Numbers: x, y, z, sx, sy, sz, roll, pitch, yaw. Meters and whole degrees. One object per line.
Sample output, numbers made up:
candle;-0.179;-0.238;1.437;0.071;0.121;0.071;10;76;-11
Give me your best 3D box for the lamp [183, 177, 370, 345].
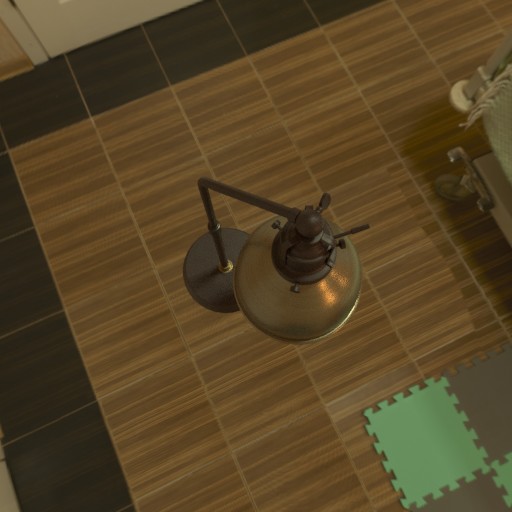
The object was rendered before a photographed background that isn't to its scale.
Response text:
lamp;0.000;0.000;0.606;0.298;0.469;0.175;35;78;9
